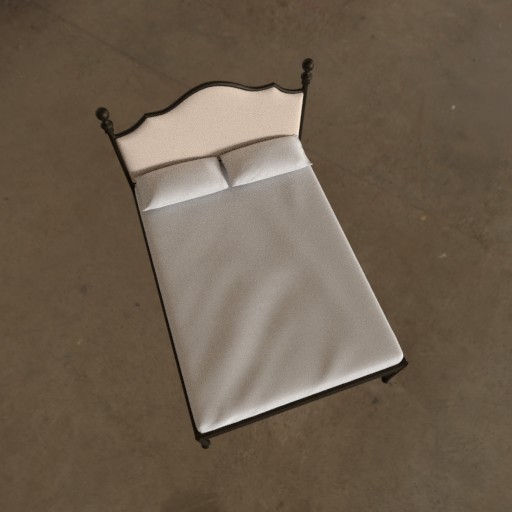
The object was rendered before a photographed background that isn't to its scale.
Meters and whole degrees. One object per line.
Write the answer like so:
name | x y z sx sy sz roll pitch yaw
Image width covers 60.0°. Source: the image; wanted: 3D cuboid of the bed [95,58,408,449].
bed | 0.000 0.000 3.375 1.642 1.499 2.224 -17 64 -8
